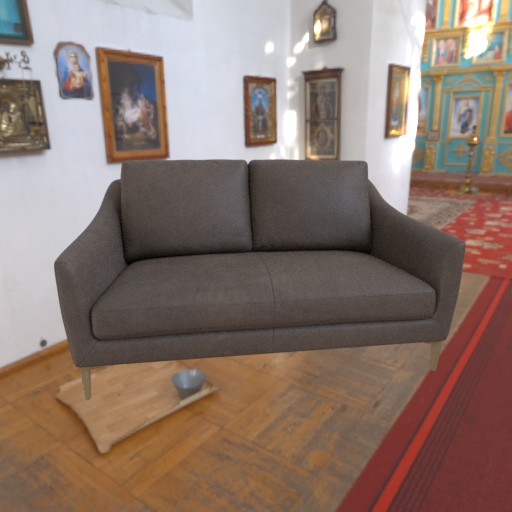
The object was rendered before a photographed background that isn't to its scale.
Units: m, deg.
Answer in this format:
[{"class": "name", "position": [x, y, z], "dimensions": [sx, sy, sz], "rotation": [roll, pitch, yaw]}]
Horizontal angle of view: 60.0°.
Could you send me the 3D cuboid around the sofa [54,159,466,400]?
[{"class": "sofa", "position": [0.000, 0.000, 2.176], "dimensions": [1.619, 0.902, 0.960], "rotation": [-2, 16, -8]}]
